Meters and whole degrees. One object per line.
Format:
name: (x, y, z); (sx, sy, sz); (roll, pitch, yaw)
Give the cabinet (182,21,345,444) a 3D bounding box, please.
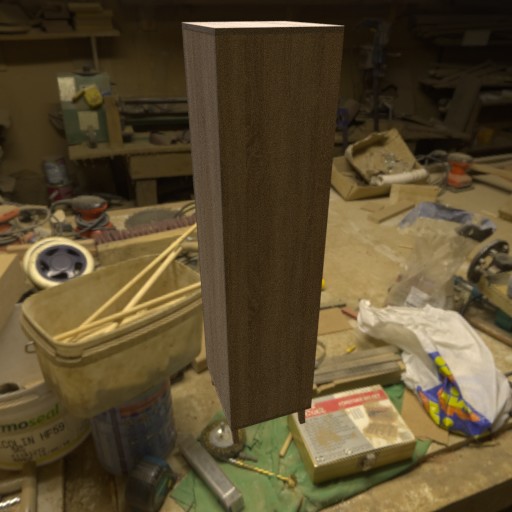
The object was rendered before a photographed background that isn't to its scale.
cabinet: (0.000, 0.000, 2.113); (0.450, 1.960, 0.510); (-10, 31, -17)
